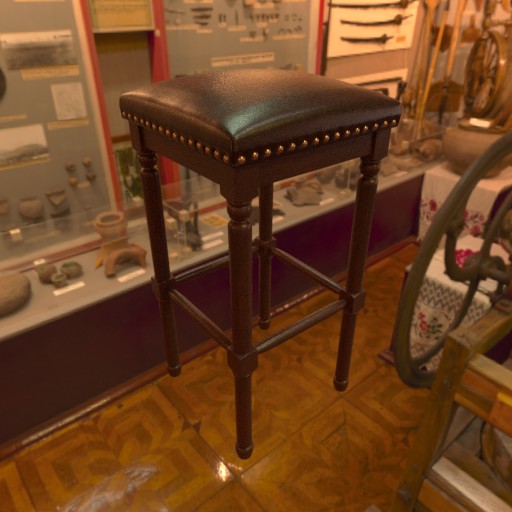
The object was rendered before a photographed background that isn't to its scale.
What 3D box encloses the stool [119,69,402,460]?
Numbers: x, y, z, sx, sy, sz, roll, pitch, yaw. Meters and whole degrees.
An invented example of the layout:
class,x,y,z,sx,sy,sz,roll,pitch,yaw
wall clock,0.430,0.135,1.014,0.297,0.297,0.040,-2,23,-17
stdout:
class,x,y,z,sx,sy,sz,roll,pitch,yaw
stool,0.000,0.000,0.991,0.383,0.768,0.382,-22,37,-32
